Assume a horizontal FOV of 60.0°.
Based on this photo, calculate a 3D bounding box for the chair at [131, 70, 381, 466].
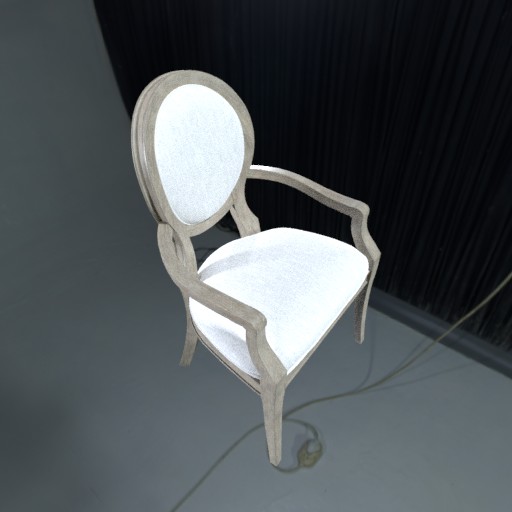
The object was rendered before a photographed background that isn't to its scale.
[{"bbox_3d":[0.000,0.000,1.361,0.602,0.991,0.611,26,48,26],"label":"chair"}]
